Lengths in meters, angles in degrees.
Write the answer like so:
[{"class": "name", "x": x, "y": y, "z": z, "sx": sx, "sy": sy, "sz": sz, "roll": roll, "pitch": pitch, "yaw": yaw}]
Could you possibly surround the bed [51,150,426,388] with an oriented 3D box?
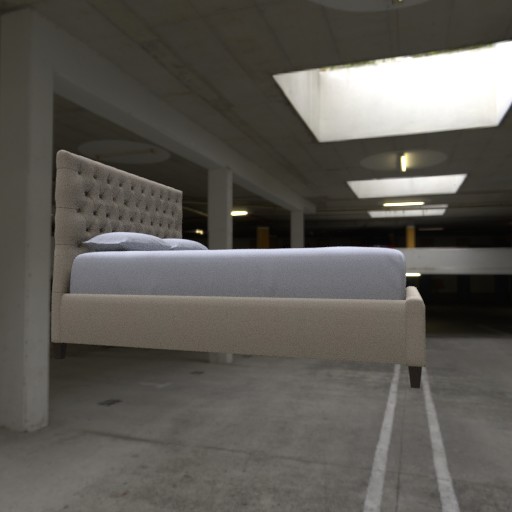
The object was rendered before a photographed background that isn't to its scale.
[{"class": "bed", "x": 0.000, "y": 0.000, "z": 3.431, "sx": 2.387, "sy": 1.427, "sz": 1.698, "roll": -1, "pitch": -2, "yaw": 19}]
